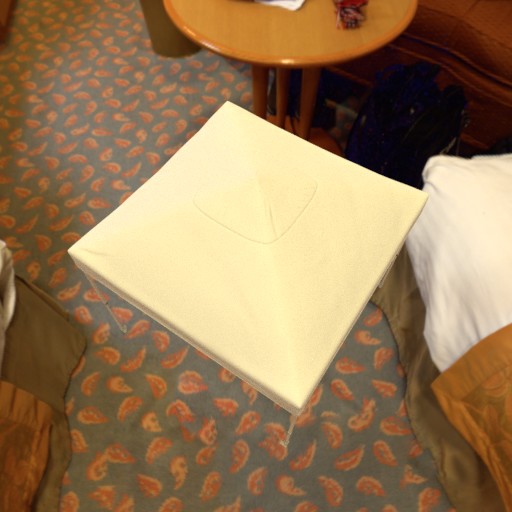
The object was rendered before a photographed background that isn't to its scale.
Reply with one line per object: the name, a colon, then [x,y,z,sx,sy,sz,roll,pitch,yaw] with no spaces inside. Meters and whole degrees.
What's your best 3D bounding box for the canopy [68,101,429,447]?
canopy: [0.000,0.000,5.677,2.998,2.997,2.996,30,63,17]
